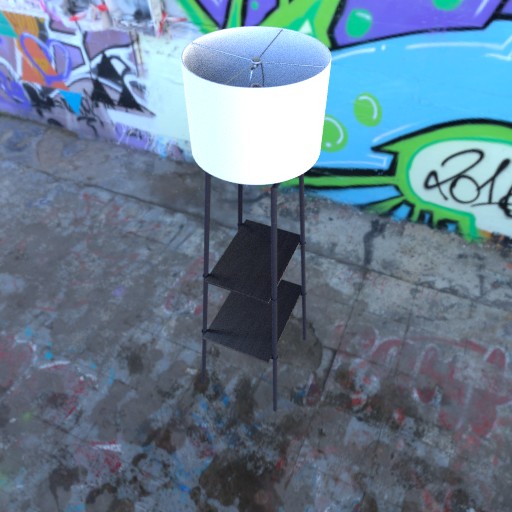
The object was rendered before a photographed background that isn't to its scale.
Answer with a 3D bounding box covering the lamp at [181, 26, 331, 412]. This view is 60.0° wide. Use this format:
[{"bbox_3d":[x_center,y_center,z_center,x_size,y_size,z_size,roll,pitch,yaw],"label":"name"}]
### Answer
[{"bbox_3d":[0.000,0.000,1.645,0.384,1.474,0.427,17,49,16],"label":"lamp"}]
